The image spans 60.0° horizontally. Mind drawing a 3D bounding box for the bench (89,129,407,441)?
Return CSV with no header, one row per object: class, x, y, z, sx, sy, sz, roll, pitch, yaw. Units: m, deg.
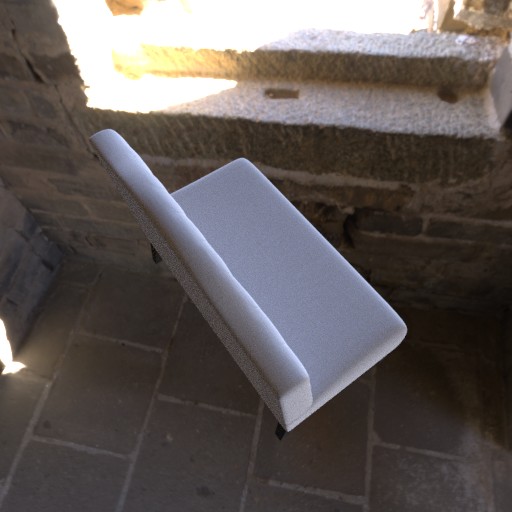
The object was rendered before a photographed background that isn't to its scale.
bench,0.000,0.000,2.061,0.815,1.180,1.335,-32,64,-18
